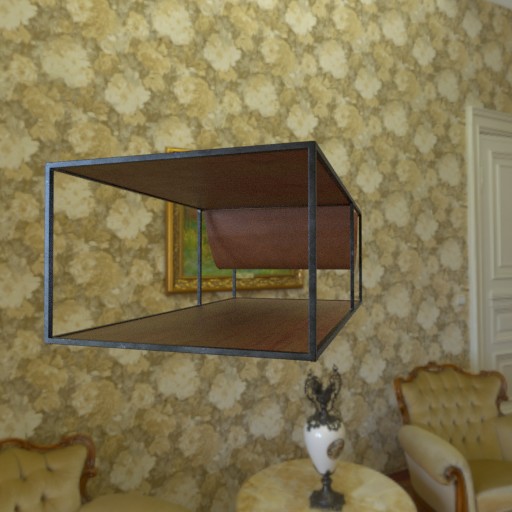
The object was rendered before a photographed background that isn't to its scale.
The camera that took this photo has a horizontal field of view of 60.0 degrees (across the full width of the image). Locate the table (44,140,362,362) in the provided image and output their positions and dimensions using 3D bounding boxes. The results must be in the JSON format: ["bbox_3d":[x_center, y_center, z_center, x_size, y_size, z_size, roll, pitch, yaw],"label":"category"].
[{"bbox_3d":[0.000,0.000,1.454,0.597,0.403,1.199,0,-1,17],"label":"table"}]
